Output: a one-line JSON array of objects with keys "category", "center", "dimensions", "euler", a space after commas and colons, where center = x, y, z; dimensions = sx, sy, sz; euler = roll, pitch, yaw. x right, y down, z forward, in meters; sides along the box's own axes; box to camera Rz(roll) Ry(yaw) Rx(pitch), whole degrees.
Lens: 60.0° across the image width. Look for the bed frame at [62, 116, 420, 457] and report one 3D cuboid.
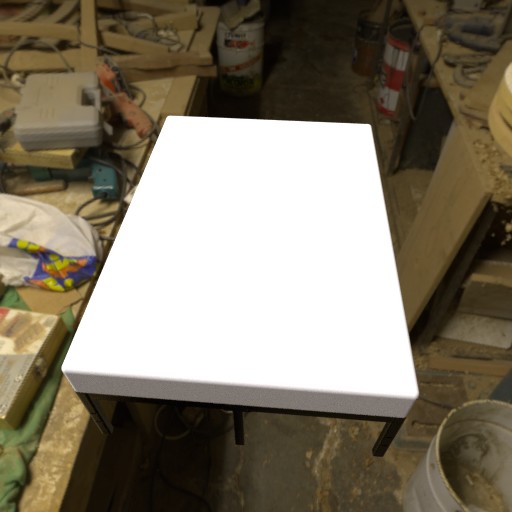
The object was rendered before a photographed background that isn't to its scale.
[{"category": "bed frame", "center": [0.000, 0.000, 2.602], "dimensions": [1.408, 0.659, 1.956], "euler": [3, 47, 3]}]
